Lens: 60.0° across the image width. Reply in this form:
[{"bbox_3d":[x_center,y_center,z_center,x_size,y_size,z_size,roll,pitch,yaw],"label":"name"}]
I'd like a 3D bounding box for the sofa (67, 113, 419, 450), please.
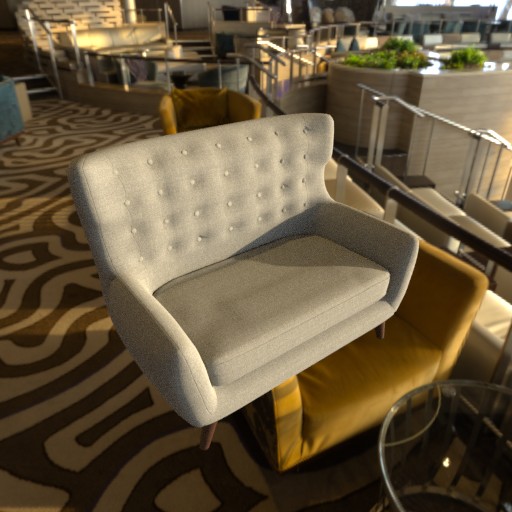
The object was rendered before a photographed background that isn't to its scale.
[{"bbox_3d":[0.000,0.000,2.057,1.386,1.028,0.884,-21,36,-32],"label":"sofa"}]
